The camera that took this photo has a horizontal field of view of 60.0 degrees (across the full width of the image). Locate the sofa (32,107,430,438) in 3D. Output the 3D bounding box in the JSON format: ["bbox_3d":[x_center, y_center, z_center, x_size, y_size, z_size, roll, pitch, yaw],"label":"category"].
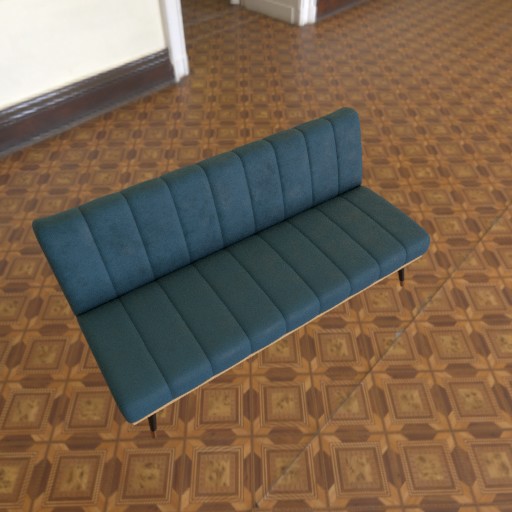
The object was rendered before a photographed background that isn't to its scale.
[{"bbox_3d":[0.000,0.000,2.300,1.810,0.825,0.830,-26,52,-22],"label":"sofa"}]
